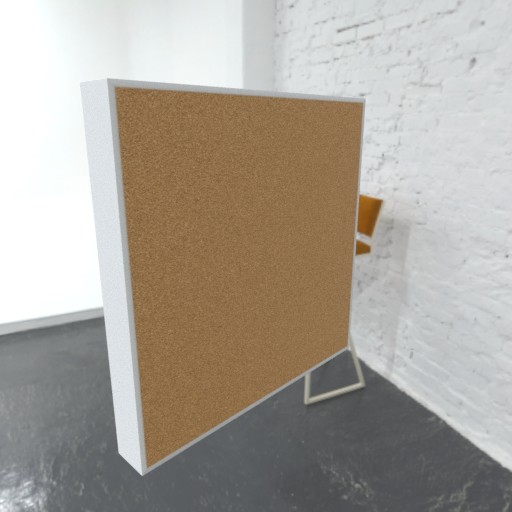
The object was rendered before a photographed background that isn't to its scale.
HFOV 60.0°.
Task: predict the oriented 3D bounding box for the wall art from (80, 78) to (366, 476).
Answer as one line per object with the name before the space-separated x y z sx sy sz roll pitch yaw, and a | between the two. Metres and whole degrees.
wall art | 0.000 0.000 0.438 0.038 0.304 0.305 15 22 42
